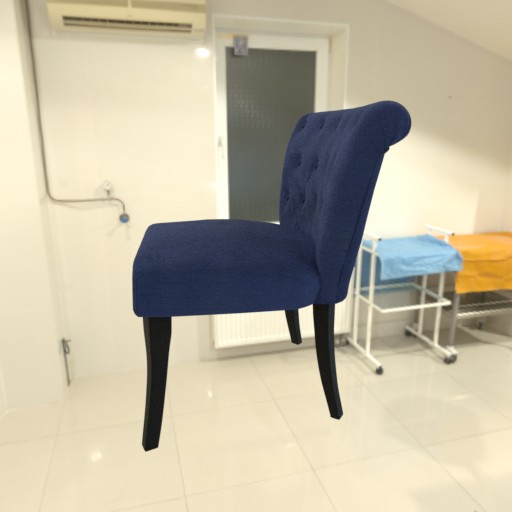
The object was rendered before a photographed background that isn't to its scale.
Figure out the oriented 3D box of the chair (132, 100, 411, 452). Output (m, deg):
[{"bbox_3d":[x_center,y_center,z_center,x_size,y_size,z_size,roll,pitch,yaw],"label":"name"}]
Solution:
[{"bbox_3d":[0.000,0.000,1.179,0.606,0.753,0.585,-2,15,-9],"label":"chair"}]
